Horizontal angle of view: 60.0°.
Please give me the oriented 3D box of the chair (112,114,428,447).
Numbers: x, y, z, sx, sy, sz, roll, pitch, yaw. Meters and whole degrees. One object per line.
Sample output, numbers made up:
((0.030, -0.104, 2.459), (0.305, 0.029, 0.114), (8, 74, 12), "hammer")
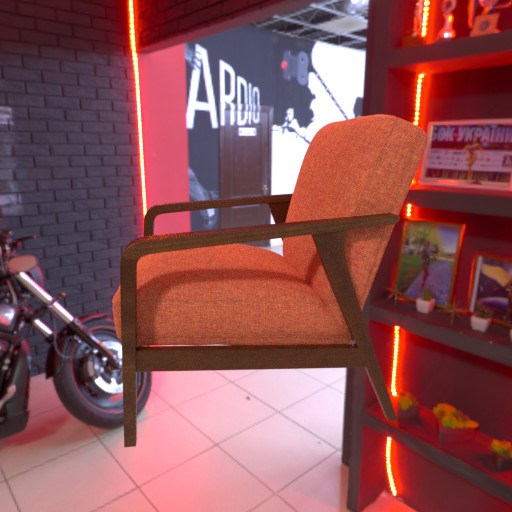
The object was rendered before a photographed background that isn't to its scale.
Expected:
((0.000, 0.000, 1.485), (0.860, 0.890, 0.719), (-2, 14, -9), "chair")
